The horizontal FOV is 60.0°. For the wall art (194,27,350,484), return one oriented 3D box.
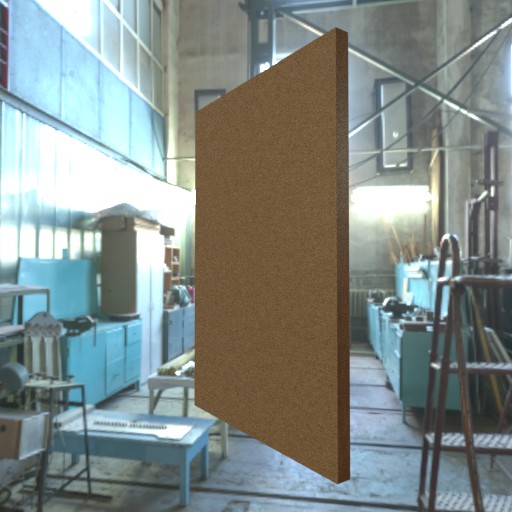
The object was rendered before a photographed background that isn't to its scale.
[{"bbox_3d":[0.000,0.000,1.144,0.037,0.914,0.610,1,-2,-35],"label":"wall art"}]
